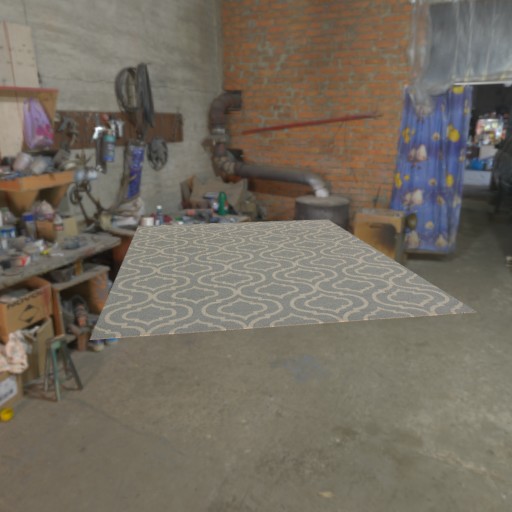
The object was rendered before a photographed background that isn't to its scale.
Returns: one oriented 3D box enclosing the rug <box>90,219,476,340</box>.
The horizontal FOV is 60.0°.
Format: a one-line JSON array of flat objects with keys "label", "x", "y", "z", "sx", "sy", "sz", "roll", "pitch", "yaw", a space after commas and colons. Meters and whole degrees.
[{"label": "rug", "x": 0.000, "y": 0.000, "z": 3.930, "sx": 2.283, "sy": 0.006, "sz": 2.892, "roll": -3, "pitch": 16, "yaw": -9}]
